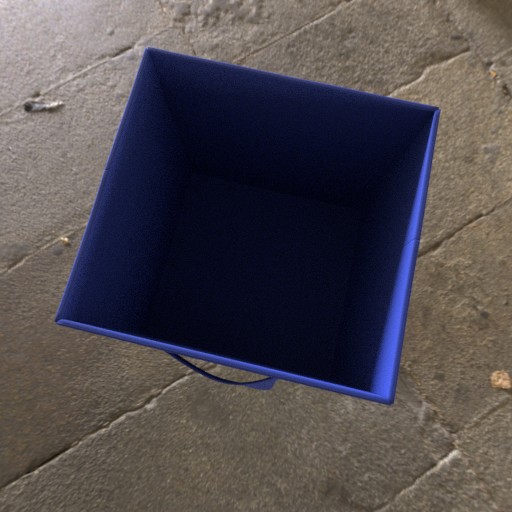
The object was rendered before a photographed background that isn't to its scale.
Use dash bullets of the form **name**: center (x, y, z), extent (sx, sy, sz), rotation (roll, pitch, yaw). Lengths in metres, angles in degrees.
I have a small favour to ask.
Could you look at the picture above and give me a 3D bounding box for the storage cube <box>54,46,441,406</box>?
- **storage cube**: center (0.000, 0.000, 0.495), extent (0.270, 0.280, 0.270), rotation (13, 78, 3)
